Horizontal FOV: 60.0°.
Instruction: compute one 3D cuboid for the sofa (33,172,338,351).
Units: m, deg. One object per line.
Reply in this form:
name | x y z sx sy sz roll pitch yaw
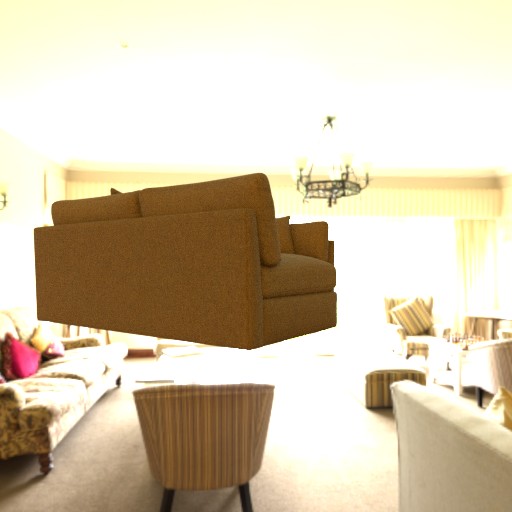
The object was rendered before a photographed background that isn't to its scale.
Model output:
sofa | 0.000 0.000 3.860 1.994 0.978 2.896 -1 -1 36
